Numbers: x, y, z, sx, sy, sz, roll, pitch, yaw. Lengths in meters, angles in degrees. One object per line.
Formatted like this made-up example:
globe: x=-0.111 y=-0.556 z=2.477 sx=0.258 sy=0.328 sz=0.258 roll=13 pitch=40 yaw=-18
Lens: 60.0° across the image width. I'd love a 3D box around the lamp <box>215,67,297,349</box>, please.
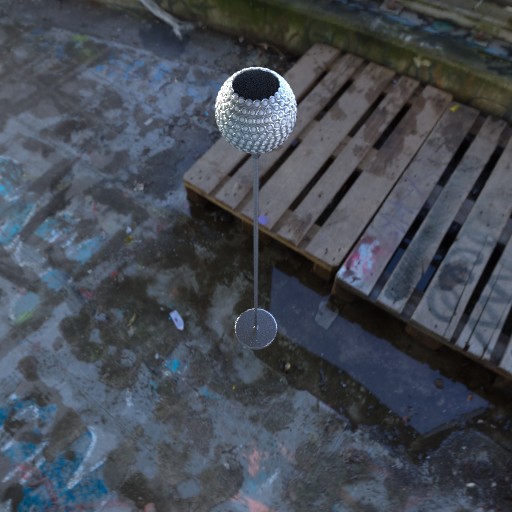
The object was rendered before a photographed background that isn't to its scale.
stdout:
lamp: x=0.000 y=0.000 z=1.943 sx=0.254 sy=1.805 sz=0.254 roll=0 pitch=60 yaw=0
